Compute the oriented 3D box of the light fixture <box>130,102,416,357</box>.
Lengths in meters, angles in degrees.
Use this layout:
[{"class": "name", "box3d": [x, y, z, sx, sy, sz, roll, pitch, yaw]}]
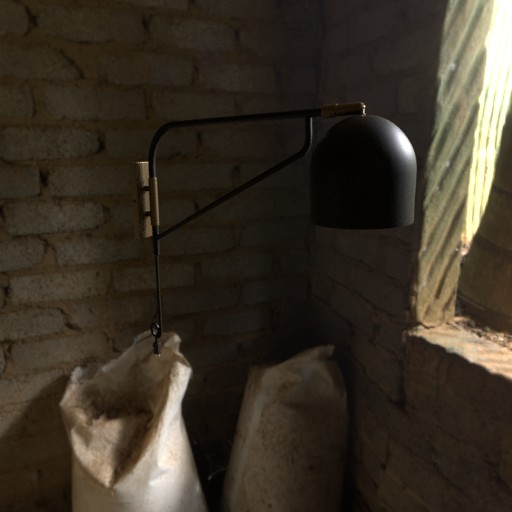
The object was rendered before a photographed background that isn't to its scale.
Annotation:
[{"class": "light fixture", "box3d": [0.000, 0.000, 1.088, 0.720, 0.696, 0.215, 8, 16, 28]}]
